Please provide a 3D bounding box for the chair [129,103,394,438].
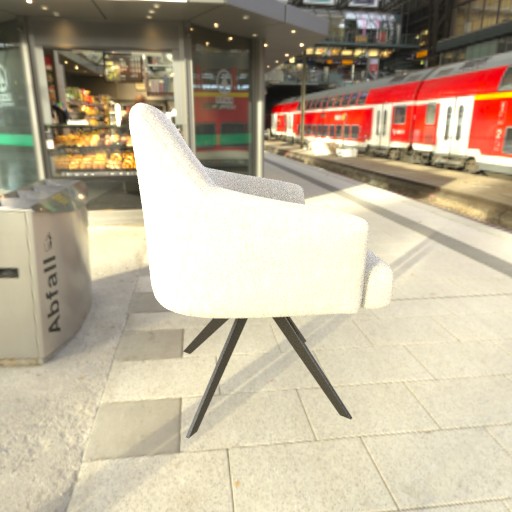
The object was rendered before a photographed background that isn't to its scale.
[{"bbox_3d":[0.000,0.000,1.361,0.677,0.874,0.642,-3,17,-9],"label":"chair"}]
